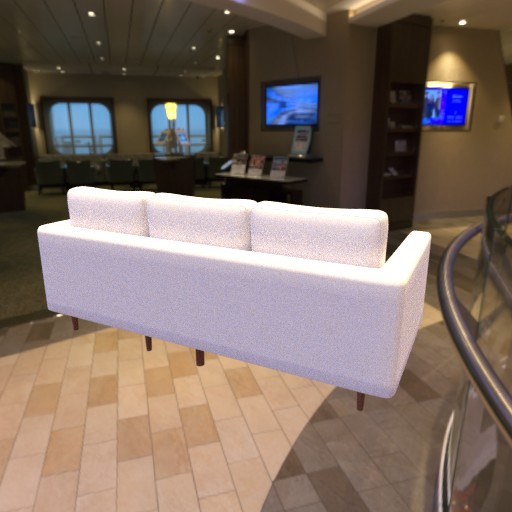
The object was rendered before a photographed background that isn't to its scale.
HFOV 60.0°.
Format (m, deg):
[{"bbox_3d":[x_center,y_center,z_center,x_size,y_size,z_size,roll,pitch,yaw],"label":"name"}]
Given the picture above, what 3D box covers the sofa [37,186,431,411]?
[{"bbox_3d":[0.000,0.000,2.800,2.029,0.899,1.580,8,18,26],"label":"sofa"}]
